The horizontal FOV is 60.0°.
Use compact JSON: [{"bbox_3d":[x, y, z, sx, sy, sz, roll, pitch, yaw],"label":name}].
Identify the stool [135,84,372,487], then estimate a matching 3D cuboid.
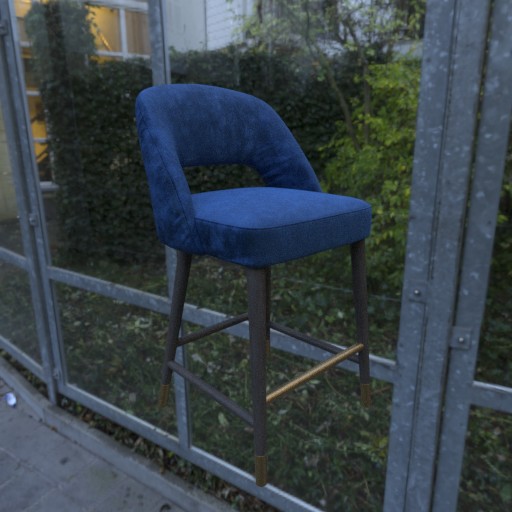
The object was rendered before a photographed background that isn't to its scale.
[{"bbox_3d":[0.000,0.000,1.231,0.536,0.925,0.524,-15,21,-42],"label":"stool"}]
